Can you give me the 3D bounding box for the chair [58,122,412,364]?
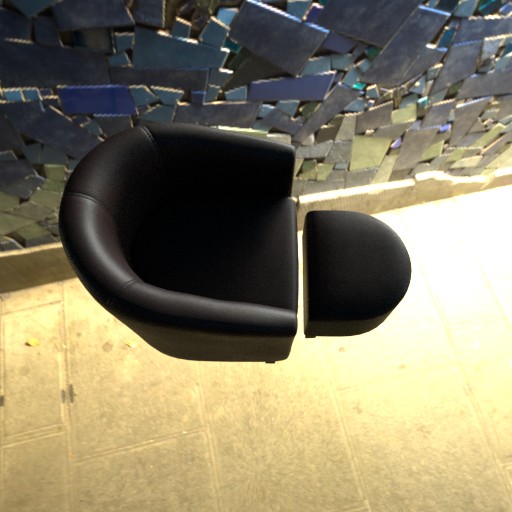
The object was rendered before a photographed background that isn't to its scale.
[{"bbox_3d":[0.000,0.000,1.644,1.176,0.755,0.737,2,64,1],"label":"chair"}]
